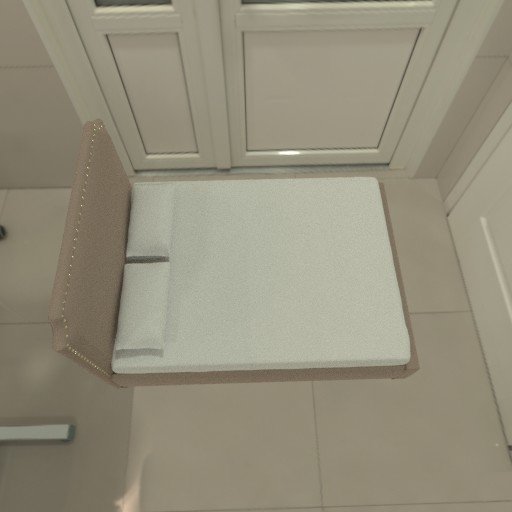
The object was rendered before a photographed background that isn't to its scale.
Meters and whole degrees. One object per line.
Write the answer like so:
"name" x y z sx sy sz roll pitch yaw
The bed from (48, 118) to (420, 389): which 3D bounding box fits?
"bed" 0.000 0.000 3.377 2.372 1.443 1.713 -2 63 -1
